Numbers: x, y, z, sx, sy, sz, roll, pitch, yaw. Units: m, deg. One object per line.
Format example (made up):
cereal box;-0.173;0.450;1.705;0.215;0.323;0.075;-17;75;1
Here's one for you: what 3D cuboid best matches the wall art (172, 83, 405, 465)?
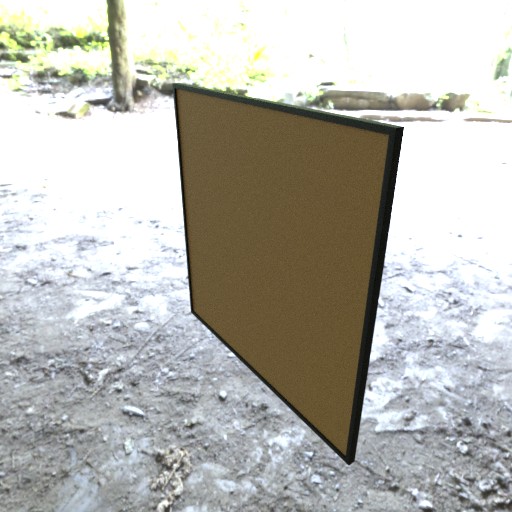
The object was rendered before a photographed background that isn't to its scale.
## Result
wall art;0.000;0.000;0.677;0.013;0.457;0.458;-18;32;-31
